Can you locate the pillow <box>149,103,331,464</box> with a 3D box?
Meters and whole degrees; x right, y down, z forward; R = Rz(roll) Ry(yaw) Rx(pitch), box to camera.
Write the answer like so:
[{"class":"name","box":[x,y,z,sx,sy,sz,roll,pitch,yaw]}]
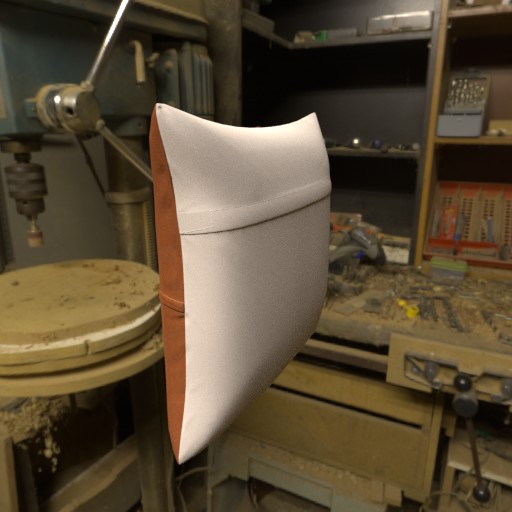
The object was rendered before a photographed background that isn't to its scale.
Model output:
[{"class":"pillow","box":[0.000,0.000,0.758,0.192,0.477,0.501,8,18,26]}]
